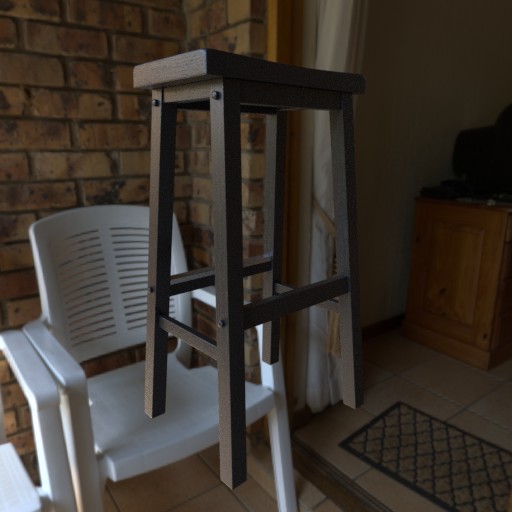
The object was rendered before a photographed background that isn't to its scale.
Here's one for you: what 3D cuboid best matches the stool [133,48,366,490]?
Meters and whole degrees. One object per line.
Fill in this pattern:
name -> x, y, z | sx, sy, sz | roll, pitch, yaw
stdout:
stool -> 0.000, 0.000, 0.952 | 0.406, 0.742, 0.322 | -13, 19, -41
